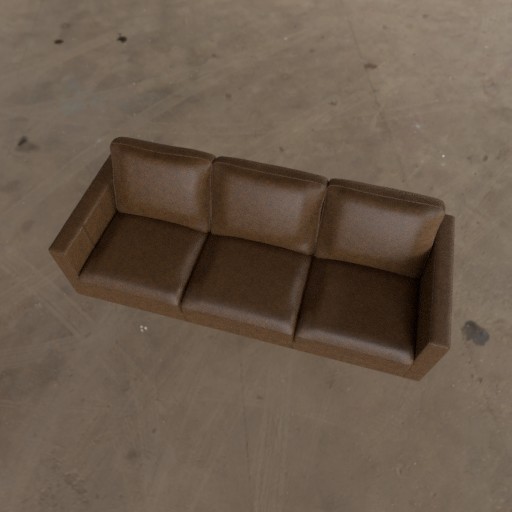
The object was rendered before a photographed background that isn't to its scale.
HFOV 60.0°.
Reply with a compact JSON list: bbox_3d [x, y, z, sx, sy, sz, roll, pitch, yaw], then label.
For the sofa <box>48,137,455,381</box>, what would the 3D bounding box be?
[{"bbox_3d":[0.000,0.000,2.756,2.231,0.930,0.903,13,57,9],"label":"sofa"}]
